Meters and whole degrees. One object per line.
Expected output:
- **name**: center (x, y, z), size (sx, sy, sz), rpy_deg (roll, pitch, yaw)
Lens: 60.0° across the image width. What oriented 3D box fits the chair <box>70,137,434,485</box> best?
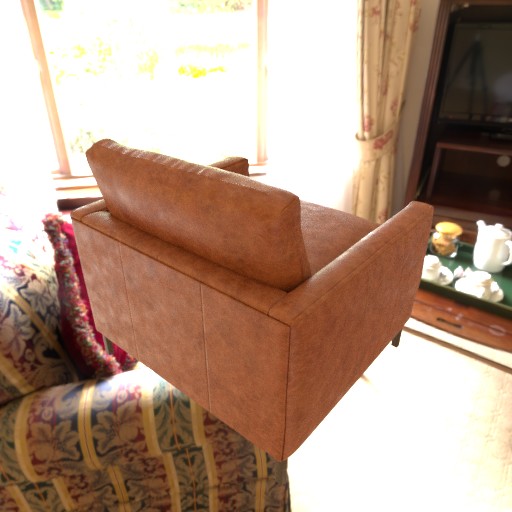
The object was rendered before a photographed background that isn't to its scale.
- **chair**: center (0.000, 0.000, 1.604), size (0.967, 0.869, 0.862), rpy_deg (22, 36, 34)
